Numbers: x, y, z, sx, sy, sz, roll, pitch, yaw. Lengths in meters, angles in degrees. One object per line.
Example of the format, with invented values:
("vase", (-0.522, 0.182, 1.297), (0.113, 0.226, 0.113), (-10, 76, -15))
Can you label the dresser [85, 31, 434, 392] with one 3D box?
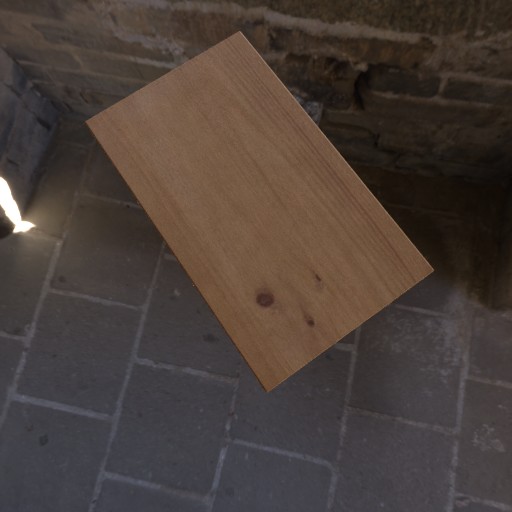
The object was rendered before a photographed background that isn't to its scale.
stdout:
("dresser", (0.000, 0.000, 1.618), (0.479, 1.240, 0.761), (-34, 78, -8))
